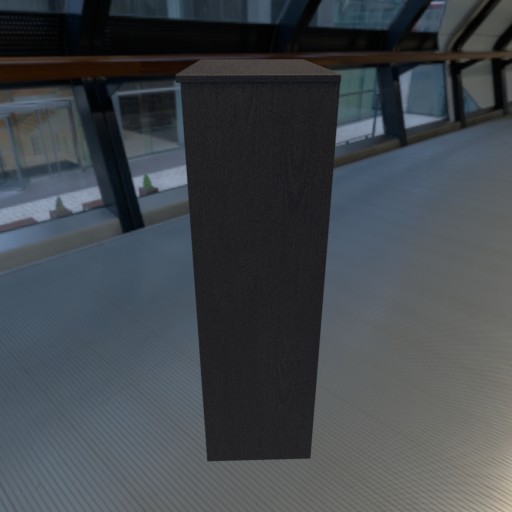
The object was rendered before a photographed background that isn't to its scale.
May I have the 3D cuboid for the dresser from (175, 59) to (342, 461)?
[{"bbox_3d":[0.000,0.000,1.584,0.418,1.254,0.704,-1,26,-2],"label":"dresser"}]
